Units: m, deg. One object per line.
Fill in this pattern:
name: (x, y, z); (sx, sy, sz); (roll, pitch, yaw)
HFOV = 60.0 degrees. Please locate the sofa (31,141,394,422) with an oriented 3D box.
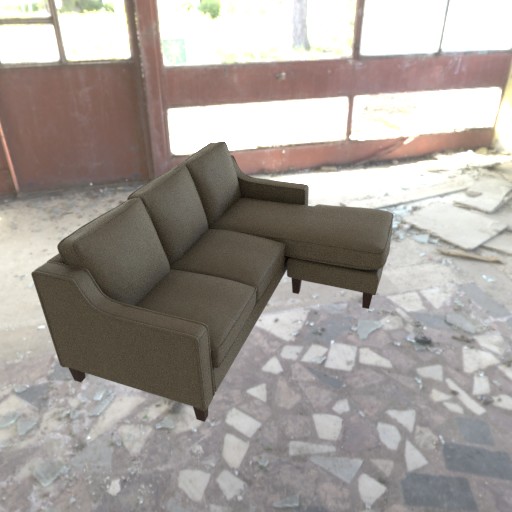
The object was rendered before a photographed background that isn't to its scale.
sofa: (0.000, 0.000, 3.326); (1.858, 1.081, 2.317); (11, 32, 17)
